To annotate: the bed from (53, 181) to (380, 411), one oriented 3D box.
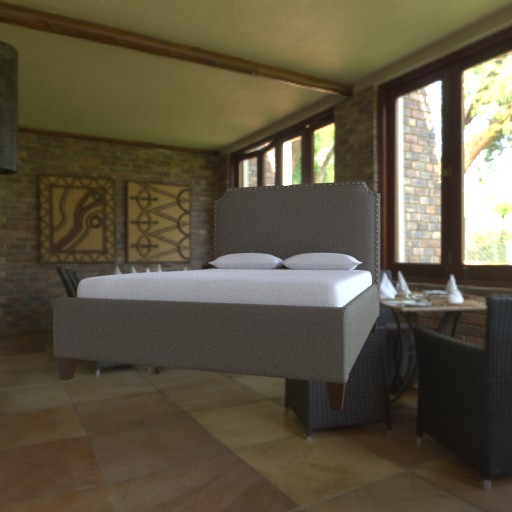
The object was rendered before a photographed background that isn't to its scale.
[{"bbox_3d":[0.000,0.000,3.405,1.712,1.443,2.372,0,0,19],"label":"bed"}]
